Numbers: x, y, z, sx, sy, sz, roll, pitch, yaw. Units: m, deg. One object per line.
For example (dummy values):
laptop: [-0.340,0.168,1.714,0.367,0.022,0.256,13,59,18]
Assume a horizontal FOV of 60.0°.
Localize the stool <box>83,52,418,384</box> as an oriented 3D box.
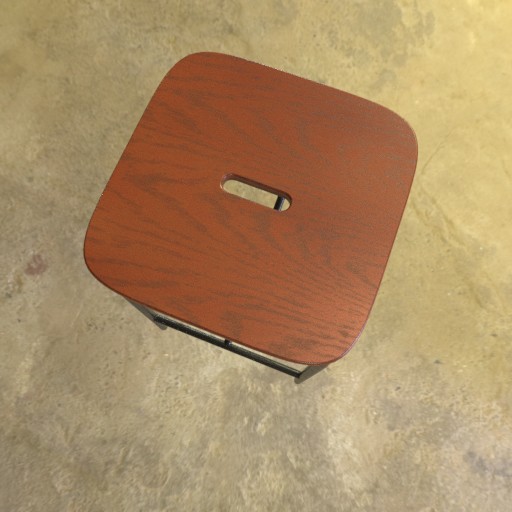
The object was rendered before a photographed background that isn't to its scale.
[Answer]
stool: [0.000,0.000,0.845,0.376,0.610,0.376,21,76,5]
